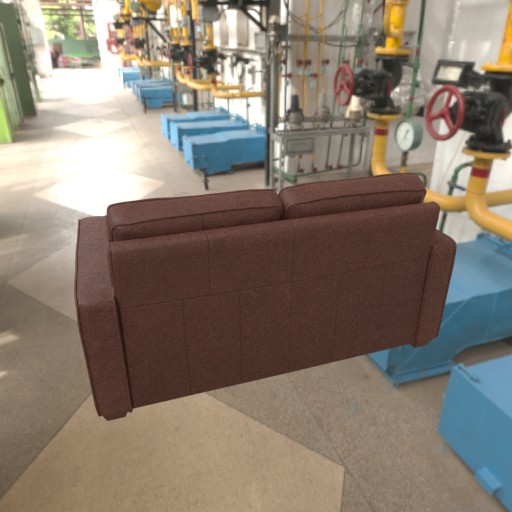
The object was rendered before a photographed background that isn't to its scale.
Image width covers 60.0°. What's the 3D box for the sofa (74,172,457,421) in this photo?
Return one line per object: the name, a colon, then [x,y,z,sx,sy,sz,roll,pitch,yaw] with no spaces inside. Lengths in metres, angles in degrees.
sofa: [0.000,0.000,2.278,1.709,0.918,0.947,-8,27,-17]
